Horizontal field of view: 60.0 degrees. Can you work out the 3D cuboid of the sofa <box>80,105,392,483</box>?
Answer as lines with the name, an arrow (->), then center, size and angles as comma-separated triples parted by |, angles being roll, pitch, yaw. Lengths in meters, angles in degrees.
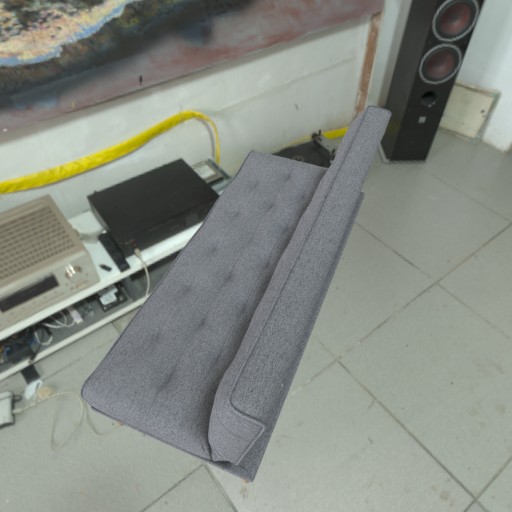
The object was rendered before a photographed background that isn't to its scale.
sofa -> 0.000, 0.000, 2.185 | 0.810, 0.830, 1.820 | 17, 50, 15
